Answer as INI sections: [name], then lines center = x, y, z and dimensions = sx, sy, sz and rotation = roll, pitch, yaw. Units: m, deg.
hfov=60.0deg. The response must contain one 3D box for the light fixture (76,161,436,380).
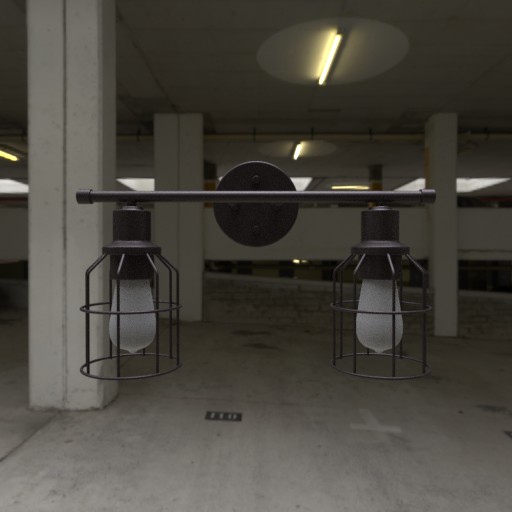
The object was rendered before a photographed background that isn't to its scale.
[light fixture]
center = 0.000, 0.000, 0.535
dimensions = 0.406, 0.254, 0.165
rotation = 0, 0, 0
